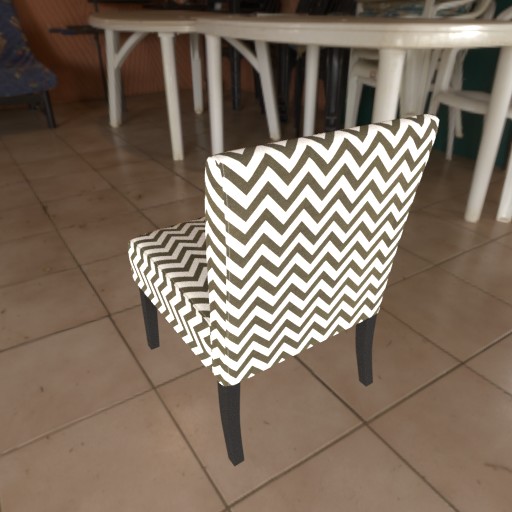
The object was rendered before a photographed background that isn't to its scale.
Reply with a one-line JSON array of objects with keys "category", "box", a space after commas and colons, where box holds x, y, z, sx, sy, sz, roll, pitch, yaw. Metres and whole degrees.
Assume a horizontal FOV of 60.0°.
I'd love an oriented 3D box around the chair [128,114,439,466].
[{"category": "chair", "box": [0.000, 0.000, 1.284, 0.589, 0.838, 0.648, -19, 35, -30]}]
